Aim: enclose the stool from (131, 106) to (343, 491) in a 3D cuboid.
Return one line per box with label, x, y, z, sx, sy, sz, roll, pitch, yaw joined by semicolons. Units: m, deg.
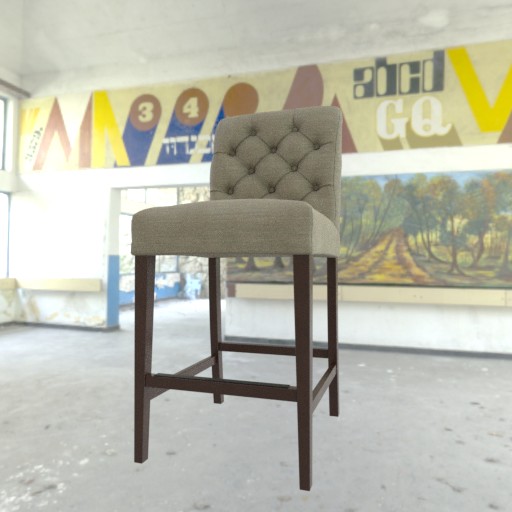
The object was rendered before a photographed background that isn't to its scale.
stool;0.000;0.000;1.388;0.486;1.084;0.660;0;-1;18
